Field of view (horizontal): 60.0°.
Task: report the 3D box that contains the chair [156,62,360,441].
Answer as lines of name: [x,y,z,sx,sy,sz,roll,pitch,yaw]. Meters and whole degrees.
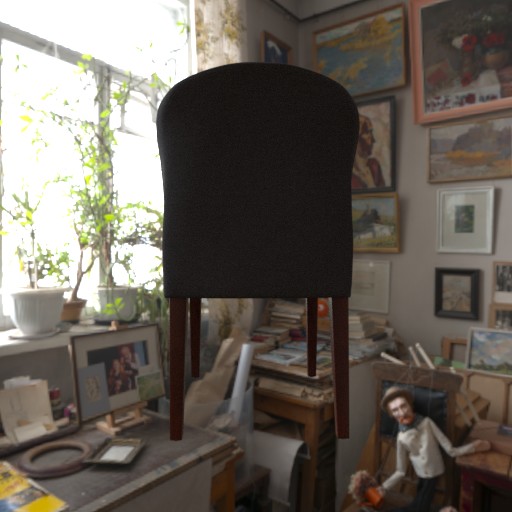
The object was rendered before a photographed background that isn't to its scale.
chair: [0.000,0.000,1.302,0.506,0.879,0.619,0,1,-2]
